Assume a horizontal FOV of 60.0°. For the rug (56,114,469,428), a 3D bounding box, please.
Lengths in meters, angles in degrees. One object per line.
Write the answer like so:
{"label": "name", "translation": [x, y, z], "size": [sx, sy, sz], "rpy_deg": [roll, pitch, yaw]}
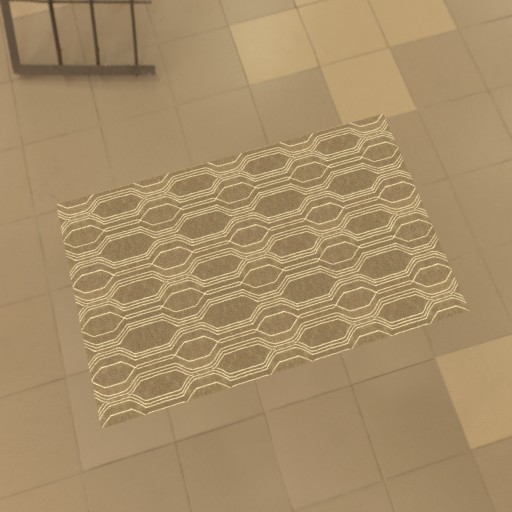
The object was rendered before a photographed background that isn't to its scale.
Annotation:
{"label": "rug", "translation": [0.000, 0.000, 3.007], "size": [2.457, 0.012, 1.541], "rpy_deg": [-17, 75, -4]}
